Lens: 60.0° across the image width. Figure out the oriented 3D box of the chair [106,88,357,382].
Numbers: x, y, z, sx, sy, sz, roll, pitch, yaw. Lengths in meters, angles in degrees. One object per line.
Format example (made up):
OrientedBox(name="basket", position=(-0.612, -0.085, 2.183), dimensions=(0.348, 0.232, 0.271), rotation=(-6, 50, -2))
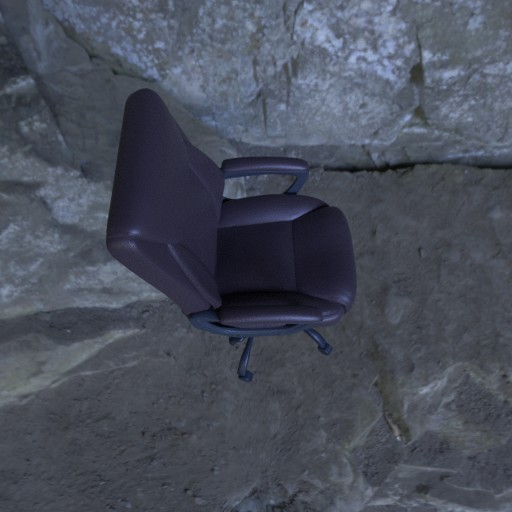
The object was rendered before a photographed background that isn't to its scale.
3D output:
OrientedBox(name="chair", position=(0.000, 0.000, 1.467), dimensions=(0.655, 1.072, 0.615), rotation=(-1, 63, -1))
